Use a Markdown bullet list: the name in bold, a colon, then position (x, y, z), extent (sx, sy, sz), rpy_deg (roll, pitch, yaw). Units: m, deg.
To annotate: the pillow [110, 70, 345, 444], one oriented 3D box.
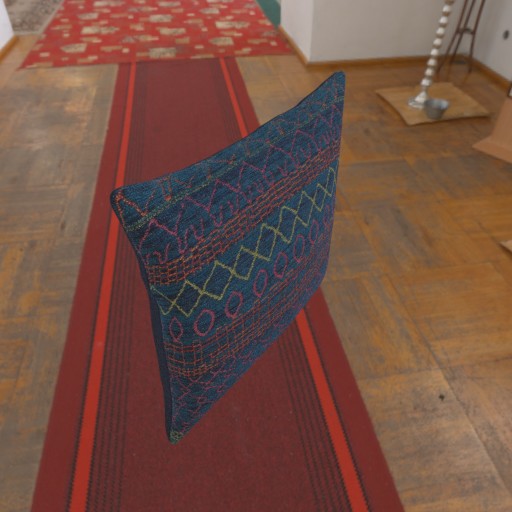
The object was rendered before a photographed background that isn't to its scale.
- **pillow**: position (0.000, 0.000, 0.647), extent (0.141, 0.431, 0.431), rpy_deg (25, 46, 27)
